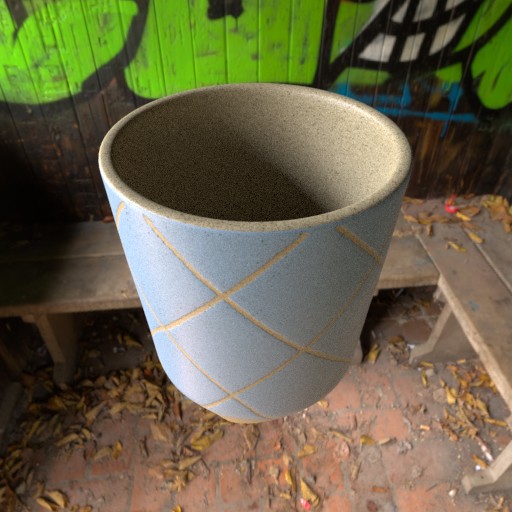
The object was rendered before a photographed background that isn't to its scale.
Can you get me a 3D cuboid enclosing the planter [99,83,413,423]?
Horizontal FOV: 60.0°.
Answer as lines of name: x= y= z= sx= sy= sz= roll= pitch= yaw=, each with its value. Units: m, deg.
planter: x=0.000 y=0.000 z=0.406 sx=0.227 sy=0.235 sz=0.227 roll=0 pitch=41 yaw=0
